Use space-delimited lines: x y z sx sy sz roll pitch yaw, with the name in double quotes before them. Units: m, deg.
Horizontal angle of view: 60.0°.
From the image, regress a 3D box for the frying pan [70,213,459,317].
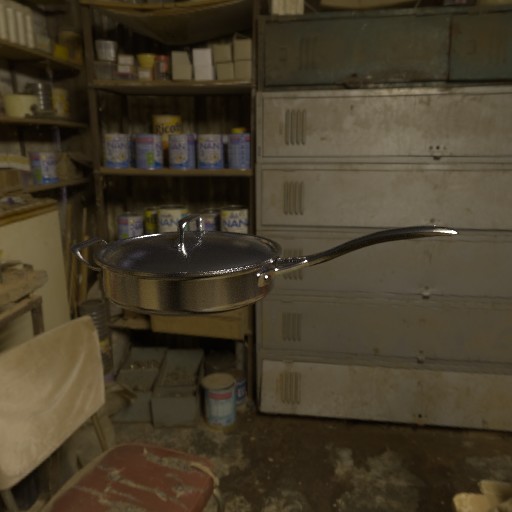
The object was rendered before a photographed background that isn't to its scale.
"frying pan" 0.000 0.000 0.662 0.561 0.114 0.280 2 14 9
